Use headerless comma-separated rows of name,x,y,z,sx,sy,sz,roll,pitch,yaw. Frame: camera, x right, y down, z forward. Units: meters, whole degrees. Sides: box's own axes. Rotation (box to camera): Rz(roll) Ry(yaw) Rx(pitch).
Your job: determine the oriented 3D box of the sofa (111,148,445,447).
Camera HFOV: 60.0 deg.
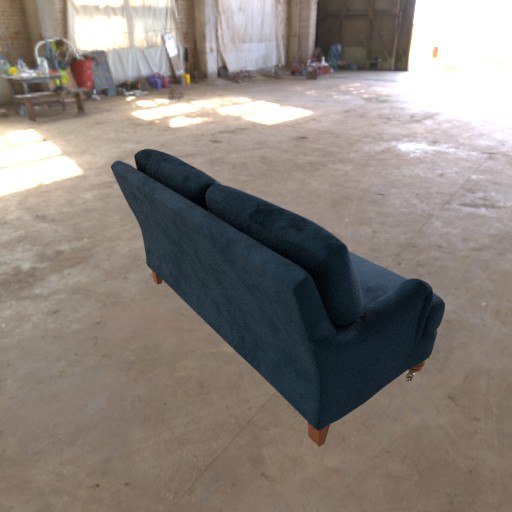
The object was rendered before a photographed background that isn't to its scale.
sofa,0.000,0.000,2.856,1.084,1.101,2.141,-18,32,-31
